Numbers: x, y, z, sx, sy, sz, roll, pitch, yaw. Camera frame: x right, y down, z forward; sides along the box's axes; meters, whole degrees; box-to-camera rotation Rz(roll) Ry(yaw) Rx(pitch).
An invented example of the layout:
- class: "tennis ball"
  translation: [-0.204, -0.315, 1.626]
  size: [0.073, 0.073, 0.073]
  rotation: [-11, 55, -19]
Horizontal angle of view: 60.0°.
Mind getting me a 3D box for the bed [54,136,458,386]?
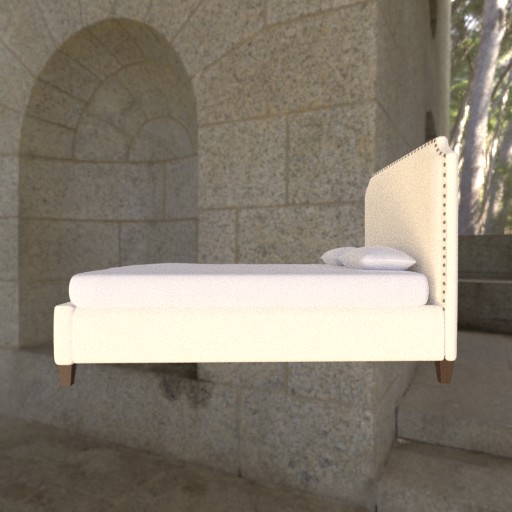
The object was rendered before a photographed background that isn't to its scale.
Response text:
- class: "bed"
  translation: [0.000, 0.000, 3.399]
  size: [2.372, 1.497, 1.712]
  rotation: [0, 1, -2]
